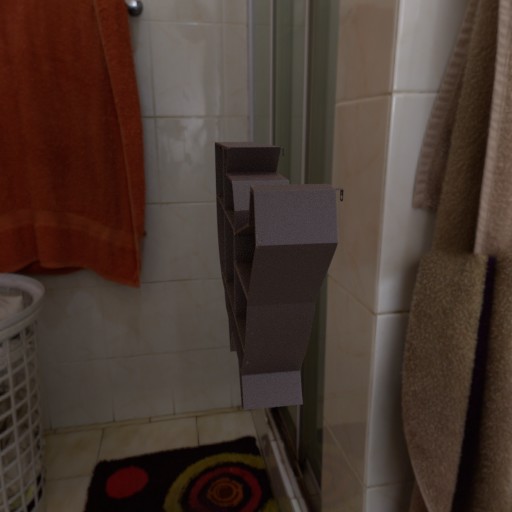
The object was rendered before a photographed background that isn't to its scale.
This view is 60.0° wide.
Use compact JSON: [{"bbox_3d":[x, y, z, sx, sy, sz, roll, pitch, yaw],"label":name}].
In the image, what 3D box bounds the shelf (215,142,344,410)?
[{"bbox_3d":[0.000,0.000,0.916,0.112,0.439,0.729,-2,16,-8],"label":"shelf"}]
